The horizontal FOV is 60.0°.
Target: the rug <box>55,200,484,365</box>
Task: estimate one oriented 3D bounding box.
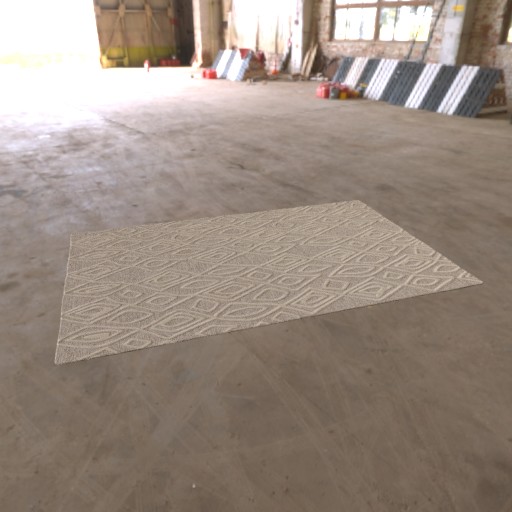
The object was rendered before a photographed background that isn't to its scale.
[{"bbox_3d":[0.000,0.000,3.021,2.442,0.010,1.546,-8,28,-16],"label":"rug"}]
